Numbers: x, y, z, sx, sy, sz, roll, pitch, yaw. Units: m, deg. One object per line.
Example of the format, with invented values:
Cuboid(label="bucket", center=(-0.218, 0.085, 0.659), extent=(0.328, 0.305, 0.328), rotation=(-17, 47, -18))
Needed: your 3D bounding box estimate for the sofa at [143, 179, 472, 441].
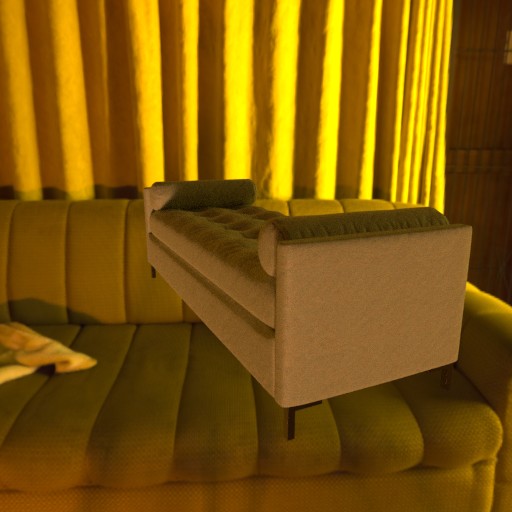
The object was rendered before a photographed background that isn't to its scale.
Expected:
Cuboid(label="sofa", center=(0.000, 0.000, 2.411), extent=(0.796, 0.705, 2.102), rotation=(-6, 15, -24))
